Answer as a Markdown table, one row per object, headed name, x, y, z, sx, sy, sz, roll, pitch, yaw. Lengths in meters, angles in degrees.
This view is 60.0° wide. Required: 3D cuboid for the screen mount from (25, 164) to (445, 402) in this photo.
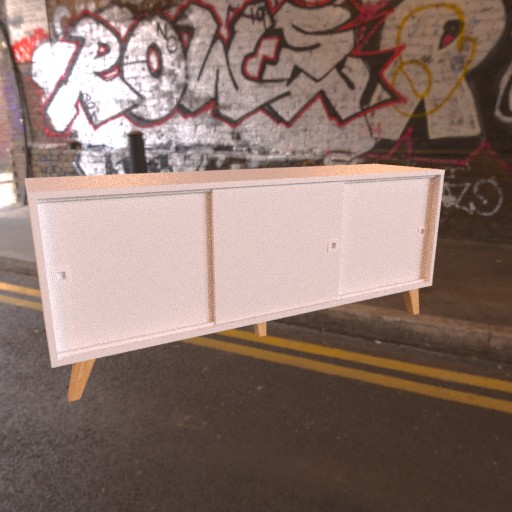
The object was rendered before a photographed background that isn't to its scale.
| name | x | y | z | sx | sy | sz | roll | pitch | yaw |
| --- | --- | --- | --- | --- | --- | --- | --- | --- | --- |
| screen mount | 0.000 | 0.000 | 1.687 | 1.490 | 0.619 | 0.400 | -8 | 17 | -27 |
